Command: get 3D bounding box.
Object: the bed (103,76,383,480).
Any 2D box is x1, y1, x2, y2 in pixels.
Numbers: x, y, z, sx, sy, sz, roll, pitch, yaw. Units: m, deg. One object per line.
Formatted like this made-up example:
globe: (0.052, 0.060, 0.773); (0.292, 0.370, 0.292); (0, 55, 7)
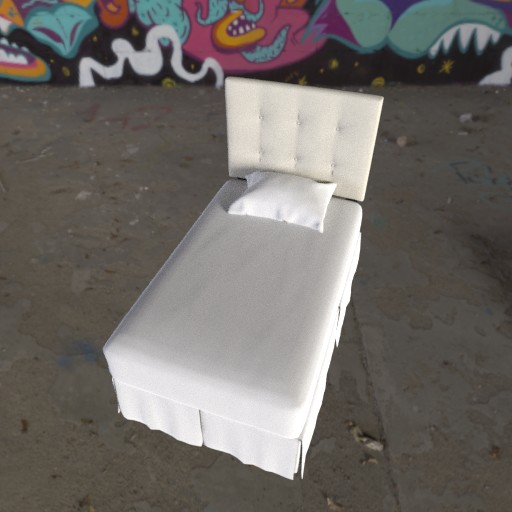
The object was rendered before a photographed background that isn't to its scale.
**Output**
bed: (0.000, 0.000, 2.939); (1.261, 1.571, 1.997); (13, 43, 14)
